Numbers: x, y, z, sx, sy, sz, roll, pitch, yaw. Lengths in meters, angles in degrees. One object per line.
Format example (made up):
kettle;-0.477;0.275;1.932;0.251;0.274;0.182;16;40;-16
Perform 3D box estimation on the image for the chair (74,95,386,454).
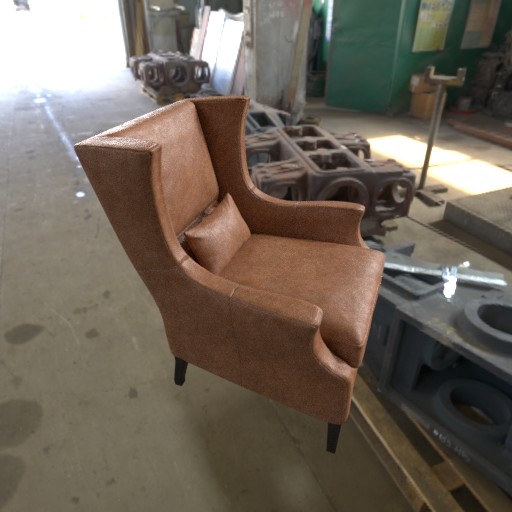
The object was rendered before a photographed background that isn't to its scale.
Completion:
chair;0.000;0.000;1.692;0.926;1.016;0.853;11;33;18
